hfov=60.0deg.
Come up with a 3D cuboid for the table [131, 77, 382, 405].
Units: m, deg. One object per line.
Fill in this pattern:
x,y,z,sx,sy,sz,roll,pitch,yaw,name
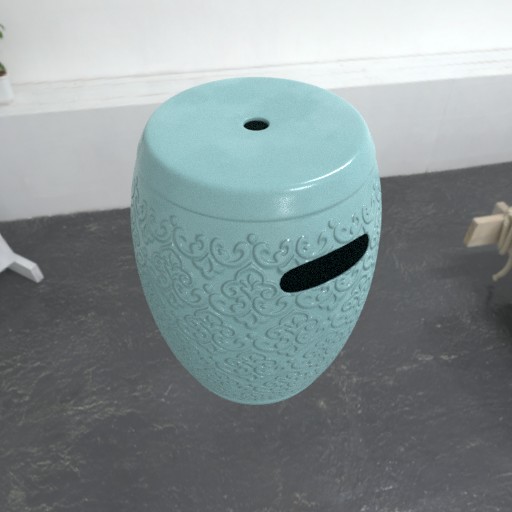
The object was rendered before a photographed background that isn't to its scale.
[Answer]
0.000,0.000,0.601,0.309,0.397,0.309,0,45,0,table
